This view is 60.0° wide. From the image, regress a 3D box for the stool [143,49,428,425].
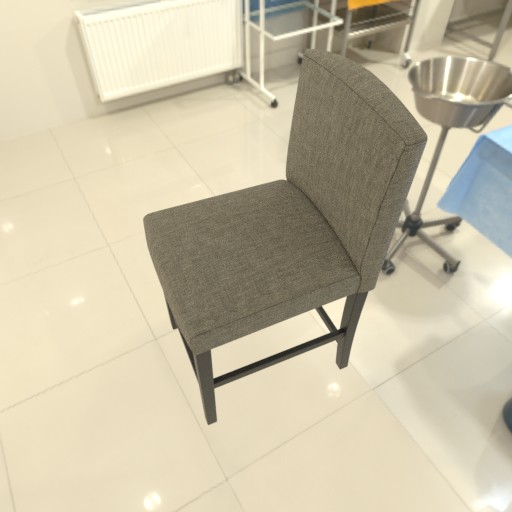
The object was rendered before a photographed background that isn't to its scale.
[{"bbox_3d":[0.000,0.000,1.248,0.552,0.966,0.451,-18,50,-16],"label":"stool"}]
